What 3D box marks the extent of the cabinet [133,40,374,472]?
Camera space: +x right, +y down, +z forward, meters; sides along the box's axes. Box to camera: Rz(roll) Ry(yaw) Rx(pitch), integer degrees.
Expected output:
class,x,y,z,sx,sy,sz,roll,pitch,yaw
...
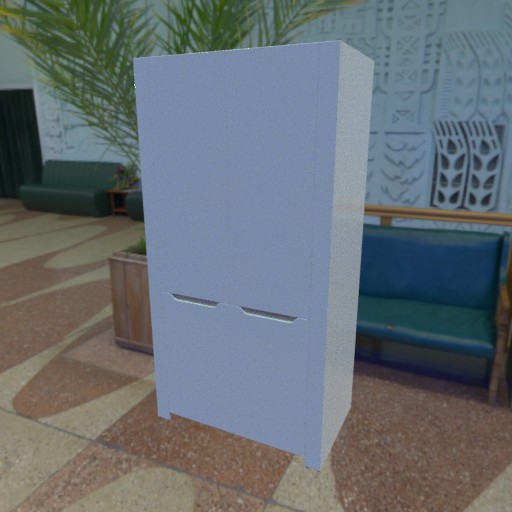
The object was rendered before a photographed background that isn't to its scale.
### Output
class,x,y,z,sx,sy,sz,roll,pitch,yaw
cabinet,0.000,0.000,2.349,0.980,1.920,0.580,8,18,25
